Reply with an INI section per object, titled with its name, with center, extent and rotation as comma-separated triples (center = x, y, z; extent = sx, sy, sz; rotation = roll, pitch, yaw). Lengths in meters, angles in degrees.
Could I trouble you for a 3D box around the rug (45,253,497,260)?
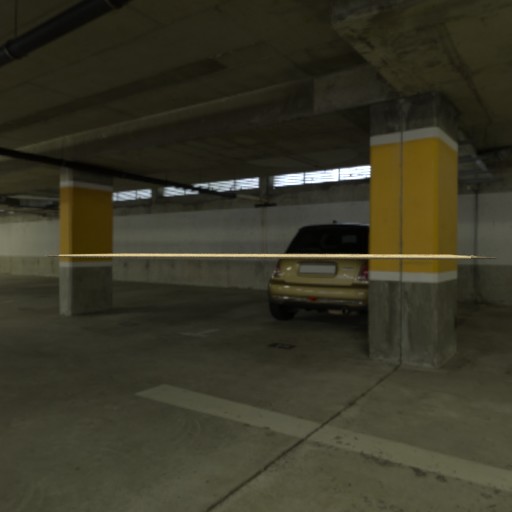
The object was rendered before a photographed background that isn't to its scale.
[rug]
center = 0.000, 0.000, 2.648
extent = 2.438, 0.021, 0.729
rotation = 0, 1, 16
